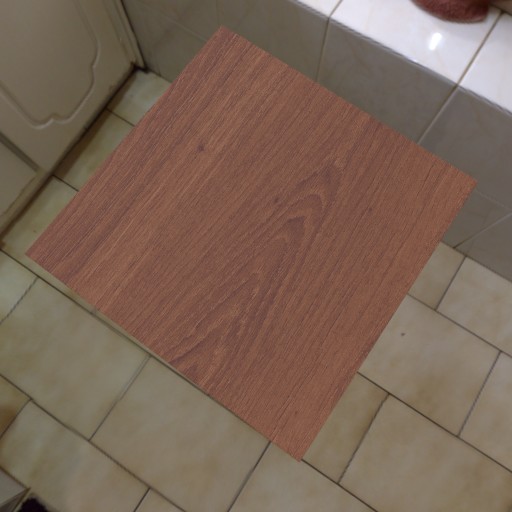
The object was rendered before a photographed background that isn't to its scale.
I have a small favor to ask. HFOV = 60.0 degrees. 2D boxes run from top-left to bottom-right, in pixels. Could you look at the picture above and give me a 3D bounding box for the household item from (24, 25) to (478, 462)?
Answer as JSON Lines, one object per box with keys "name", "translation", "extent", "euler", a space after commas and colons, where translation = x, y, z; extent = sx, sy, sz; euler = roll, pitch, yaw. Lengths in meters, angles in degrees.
{"name": "household item", "translation": [0.000, 0.000, 0.739], "extent": [0.400, 0.400, 0.400], "euler": [35, 79, 8]}
